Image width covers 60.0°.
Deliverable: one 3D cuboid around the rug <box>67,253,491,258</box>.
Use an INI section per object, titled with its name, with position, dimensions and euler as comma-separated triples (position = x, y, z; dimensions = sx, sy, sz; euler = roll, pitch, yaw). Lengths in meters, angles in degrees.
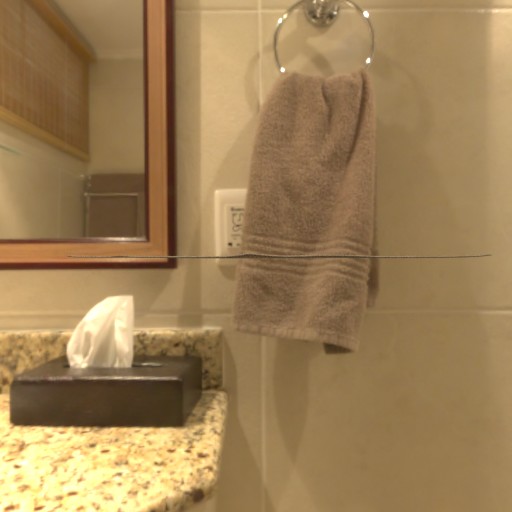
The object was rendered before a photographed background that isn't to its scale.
[rug]
position = 0.000, 0.000, 3.827
dimensions = 2.343, 0.026, 2.925
euler = 0, 0, -38
